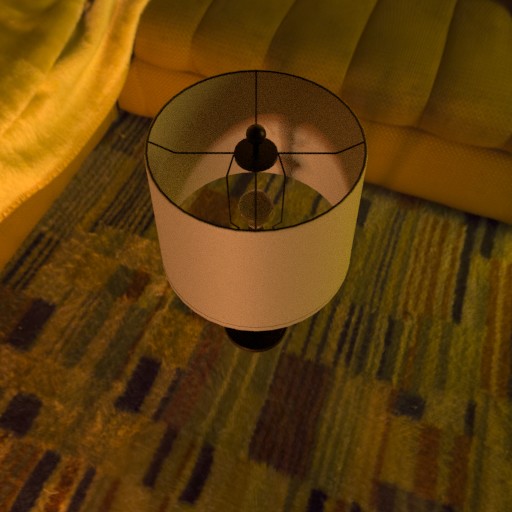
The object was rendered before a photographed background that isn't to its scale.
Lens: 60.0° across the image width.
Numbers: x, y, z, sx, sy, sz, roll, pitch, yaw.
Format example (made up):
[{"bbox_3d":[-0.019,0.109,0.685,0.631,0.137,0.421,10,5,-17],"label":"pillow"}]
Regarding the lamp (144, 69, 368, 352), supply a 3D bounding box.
[{"bbox_3d":[0.000,0.000,0.951,0.383,0.726,0.383,0,59,0],"label":"lamp"}]
